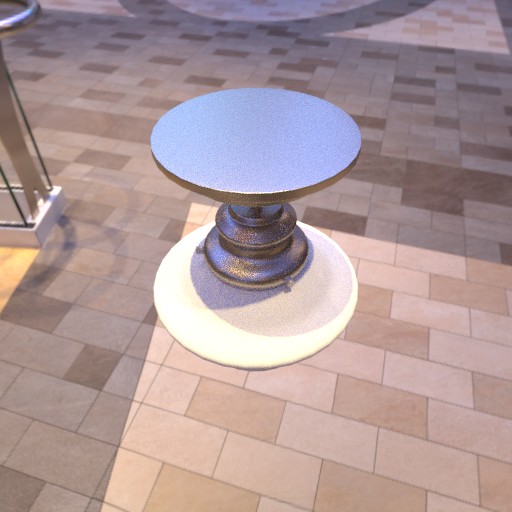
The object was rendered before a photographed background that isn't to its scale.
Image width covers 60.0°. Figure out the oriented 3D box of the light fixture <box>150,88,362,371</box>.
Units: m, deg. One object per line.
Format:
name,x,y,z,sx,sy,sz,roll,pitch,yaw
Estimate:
light fixture,0.000,0.000,0.412,0.199,0.254,0.199,0,44,0
